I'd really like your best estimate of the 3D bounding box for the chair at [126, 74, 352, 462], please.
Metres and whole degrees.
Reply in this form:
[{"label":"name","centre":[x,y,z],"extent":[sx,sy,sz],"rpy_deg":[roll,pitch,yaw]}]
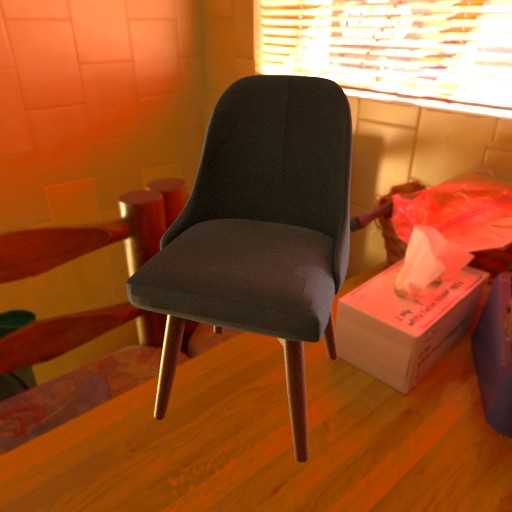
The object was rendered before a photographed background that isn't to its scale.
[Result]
[{"label":"chair","centre":[0.000,0.000,1.228],"extent":[0.503,0.882,0.589],"rpy_deg":[9,29,17]}]
